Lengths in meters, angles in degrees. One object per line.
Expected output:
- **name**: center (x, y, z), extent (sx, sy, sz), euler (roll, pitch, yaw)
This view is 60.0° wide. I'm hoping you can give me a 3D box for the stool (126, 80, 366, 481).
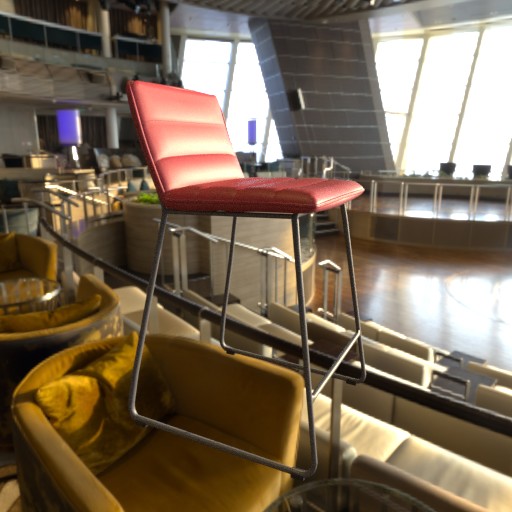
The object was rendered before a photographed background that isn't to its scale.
- **stool**: center (0.000, 0.000, 1.174), extent (0.524, 0.866, 0.489), euler (7, 16, 26)
